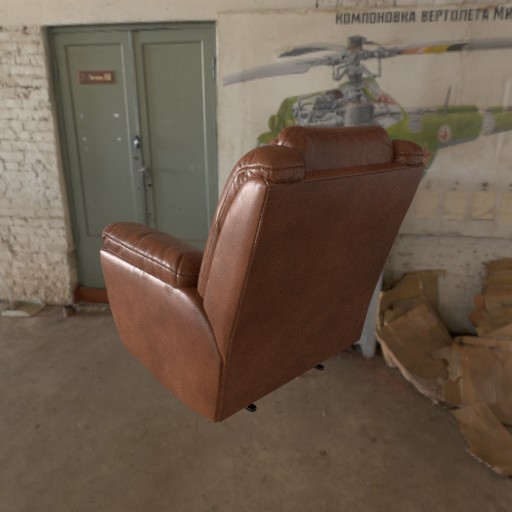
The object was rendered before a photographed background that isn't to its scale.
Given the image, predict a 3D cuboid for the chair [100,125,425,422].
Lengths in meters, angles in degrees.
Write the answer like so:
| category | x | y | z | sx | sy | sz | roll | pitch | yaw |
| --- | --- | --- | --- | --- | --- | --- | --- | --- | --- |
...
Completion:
| category | x | y | z | sx | sy | sz | roll | pitch | yaw |
| --- | --- | --- | --- | --- | --- | --- | --- | --- | --- |
| chair | 0.000 | 0.000 | 1.928 | 0.990 | 1.093 | 1.041 | -16 | 23 | -42 |
